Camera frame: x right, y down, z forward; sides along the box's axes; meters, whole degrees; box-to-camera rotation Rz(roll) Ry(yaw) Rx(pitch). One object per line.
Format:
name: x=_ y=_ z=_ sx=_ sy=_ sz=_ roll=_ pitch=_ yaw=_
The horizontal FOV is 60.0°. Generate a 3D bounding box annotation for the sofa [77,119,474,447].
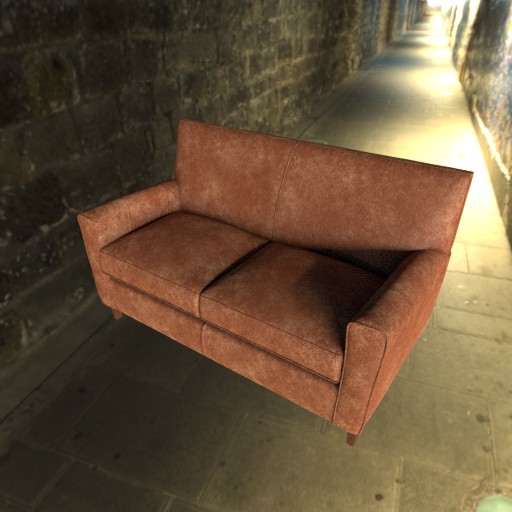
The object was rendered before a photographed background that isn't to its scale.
sofa: x=0.000 y=0.000 z=1.974 sx=1.473 sy=0.871 sz=0.787 roll=19 pitch=35 yaw=30
